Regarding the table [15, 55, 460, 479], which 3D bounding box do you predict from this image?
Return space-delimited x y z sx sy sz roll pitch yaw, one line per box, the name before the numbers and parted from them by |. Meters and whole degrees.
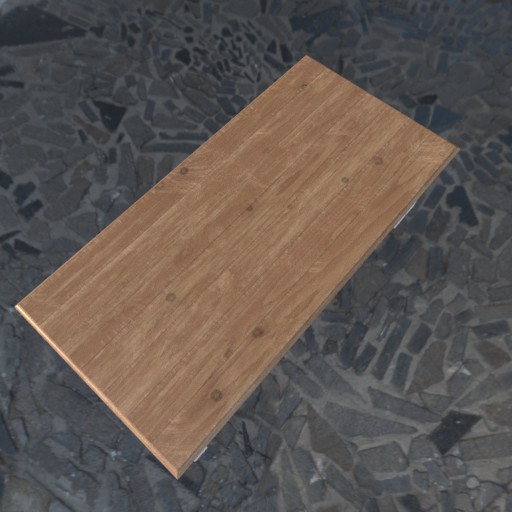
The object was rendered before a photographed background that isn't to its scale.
table | 0.000 0.000 1.356 0.559 0.458 1.118 39 71 16
